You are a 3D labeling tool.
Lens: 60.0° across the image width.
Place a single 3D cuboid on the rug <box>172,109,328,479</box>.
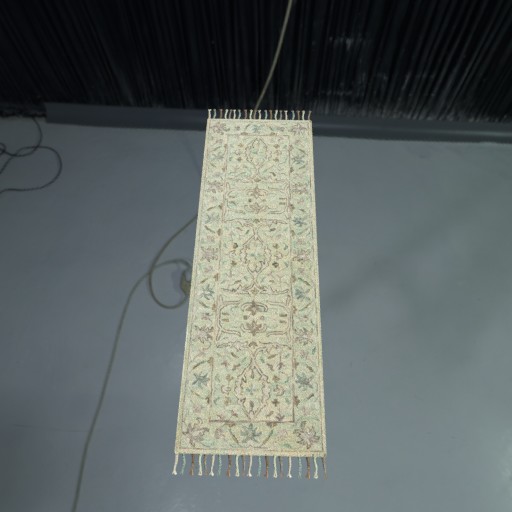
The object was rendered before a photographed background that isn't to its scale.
[{"bbox_3d":[0.000,0.000,2.734,0.769,0.013,2.440,1,63,1],"label":"rug"}]
